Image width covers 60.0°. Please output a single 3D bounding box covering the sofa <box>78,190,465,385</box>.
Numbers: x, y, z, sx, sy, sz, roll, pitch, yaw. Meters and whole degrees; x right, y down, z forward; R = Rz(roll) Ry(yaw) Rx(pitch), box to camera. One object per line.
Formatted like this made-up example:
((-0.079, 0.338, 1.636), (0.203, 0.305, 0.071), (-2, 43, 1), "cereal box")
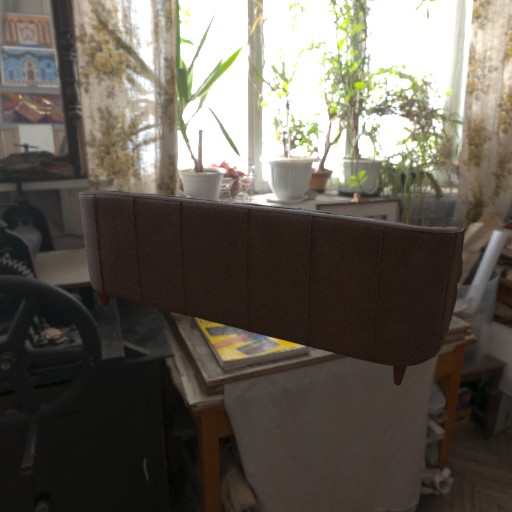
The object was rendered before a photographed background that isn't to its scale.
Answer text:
((0.000, 0.000, 2.672), (2.227, 0.787, 0.927), (9, 19, 28), "sofa")
